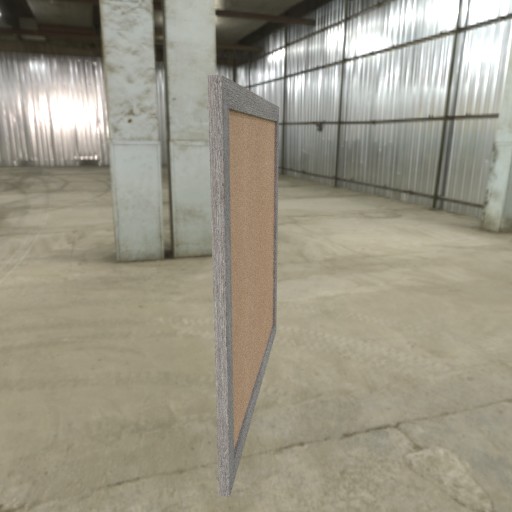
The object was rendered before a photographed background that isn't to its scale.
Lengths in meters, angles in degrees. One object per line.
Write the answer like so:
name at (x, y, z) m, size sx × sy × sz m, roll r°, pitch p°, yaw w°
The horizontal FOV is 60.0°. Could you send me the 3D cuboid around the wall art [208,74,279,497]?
wall art at (0.000, 0.000, 1.009) m, size 0.020 × 0.685 × 0.685 m, roll 2°, pitch 15°, yaw 9°
